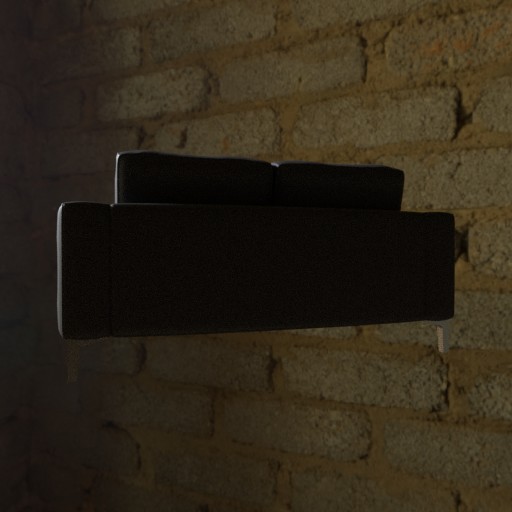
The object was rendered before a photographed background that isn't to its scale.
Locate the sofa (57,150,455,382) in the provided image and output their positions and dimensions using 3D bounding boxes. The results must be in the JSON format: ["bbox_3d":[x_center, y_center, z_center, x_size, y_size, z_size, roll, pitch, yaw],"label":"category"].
[{"bbox_3d":[0.000,0.000,2.191,1.726,0.893,0.833,0,1,-17],"label":"sofa"}]
